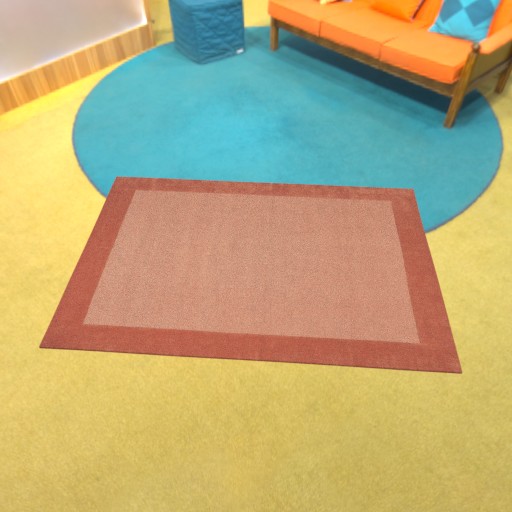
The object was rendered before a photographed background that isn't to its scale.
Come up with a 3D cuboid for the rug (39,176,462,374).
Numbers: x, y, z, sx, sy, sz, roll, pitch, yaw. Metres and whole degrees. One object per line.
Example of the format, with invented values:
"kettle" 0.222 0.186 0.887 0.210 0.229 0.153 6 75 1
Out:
"rug" 0.000 0.000 2.316 1.829 0.014 1.219 3 48 3
